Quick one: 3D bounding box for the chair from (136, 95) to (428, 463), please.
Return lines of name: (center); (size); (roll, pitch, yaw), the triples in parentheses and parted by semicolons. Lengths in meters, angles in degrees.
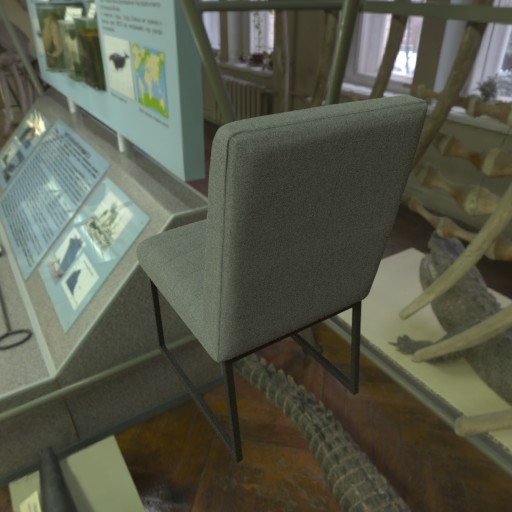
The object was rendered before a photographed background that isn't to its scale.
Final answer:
chair: (0.000, 0.000, 1.285); (0.520, 0.930, 0.634); (-18, 35, -28)
